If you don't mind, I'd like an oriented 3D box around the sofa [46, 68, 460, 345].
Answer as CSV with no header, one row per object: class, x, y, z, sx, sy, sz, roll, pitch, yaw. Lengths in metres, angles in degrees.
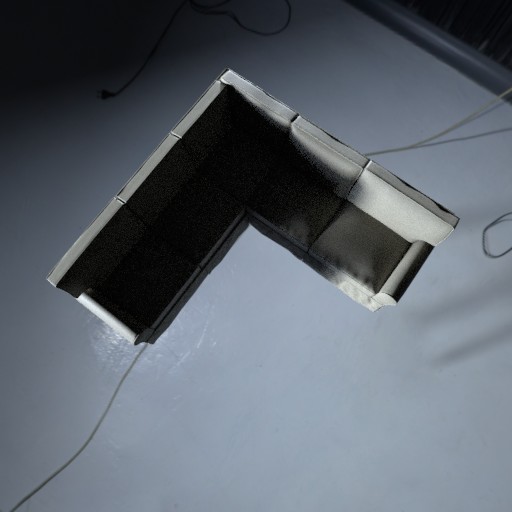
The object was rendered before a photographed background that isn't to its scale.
sofa,0.000,0.000,4.180,2.623,1.081,2.618,35,79,8
